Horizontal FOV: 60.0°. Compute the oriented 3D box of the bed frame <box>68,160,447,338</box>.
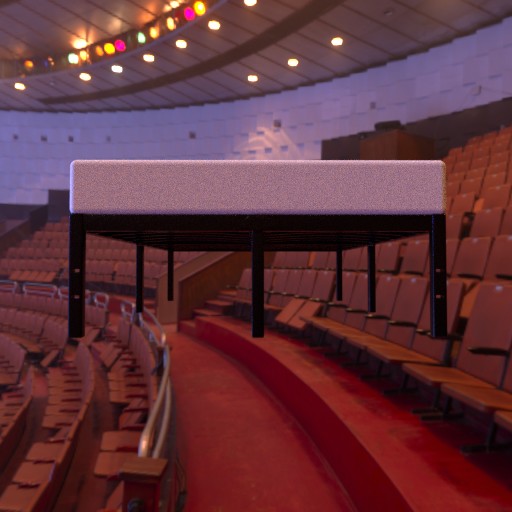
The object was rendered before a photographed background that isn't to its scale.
[{"bbox_3d":[0.000,0.000,2.603,1.408,0.659,1.956,0,-2,0],"label":"bed frame"}]
